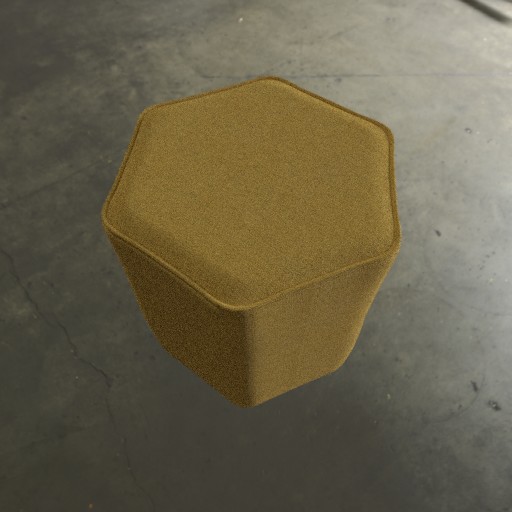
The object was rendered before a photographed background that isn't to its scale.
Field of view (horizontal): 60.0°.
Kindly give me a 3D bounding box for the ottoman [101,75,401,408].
[{"bbox_3d":[0.000,0.000,0.887,0.494,0.502,0.443,32,62,19],"label":"ottoman"}]
